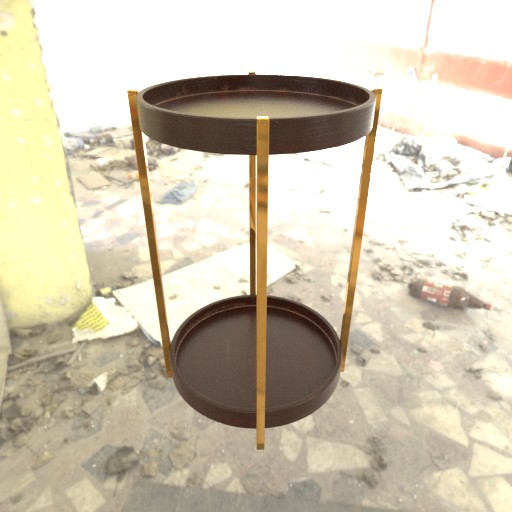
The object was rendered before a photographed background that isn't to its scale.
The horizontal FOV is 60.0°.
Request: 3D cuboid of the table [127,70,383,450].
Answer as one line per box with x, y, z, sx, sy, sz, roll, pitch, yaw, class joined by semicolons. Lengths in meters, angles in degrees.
0.000;0.000;0.851;0.400;0.610;0.400;-1;30;-2;table
